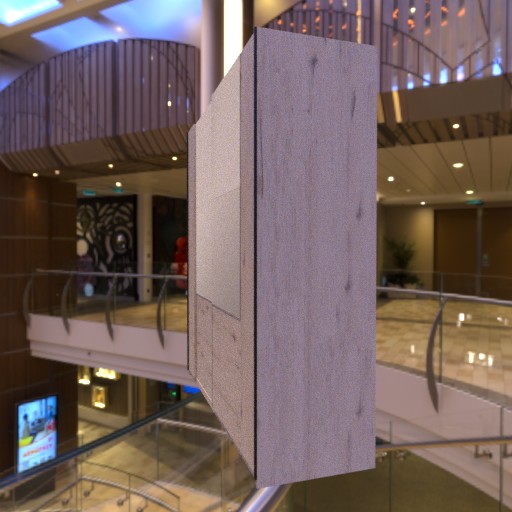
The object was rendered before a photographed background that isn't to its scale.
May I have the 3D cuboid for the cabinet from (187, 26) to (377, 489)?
[{"bbox_3d":[0.000,0.000,3.140,0.660,2.180,2.000,0,1,-18],"label":"cabinet"}]
